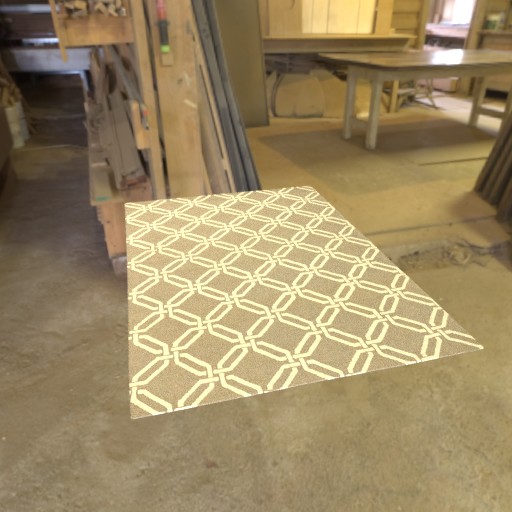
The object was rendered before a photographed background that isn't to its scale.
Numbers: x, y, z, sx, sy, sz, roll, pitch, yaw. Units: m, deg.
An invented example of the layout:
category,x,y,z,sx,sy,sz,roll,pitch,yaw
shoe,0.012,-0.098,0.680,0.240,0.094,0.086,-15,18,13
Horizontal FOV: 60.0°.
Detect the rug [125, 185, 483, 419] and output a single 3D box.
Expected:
category,x,y,z,sx,sy,sz,roll,pitch,yaw
rug,0.000,0.000,4.303,2.441,0.020,3.419,-7,30,-13
